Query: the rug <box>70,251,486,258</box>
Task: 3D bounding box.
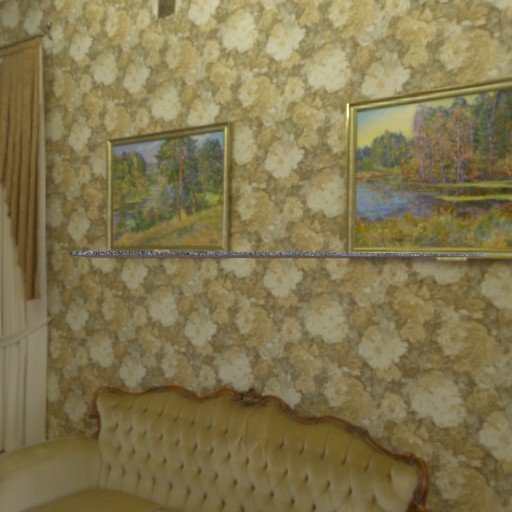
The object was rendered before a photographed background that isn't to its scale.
[{"bbox_3d":[0.000,0.000,4.125,3.000,0.025,2.401,0,-1,-18],"label":"rug"}]
